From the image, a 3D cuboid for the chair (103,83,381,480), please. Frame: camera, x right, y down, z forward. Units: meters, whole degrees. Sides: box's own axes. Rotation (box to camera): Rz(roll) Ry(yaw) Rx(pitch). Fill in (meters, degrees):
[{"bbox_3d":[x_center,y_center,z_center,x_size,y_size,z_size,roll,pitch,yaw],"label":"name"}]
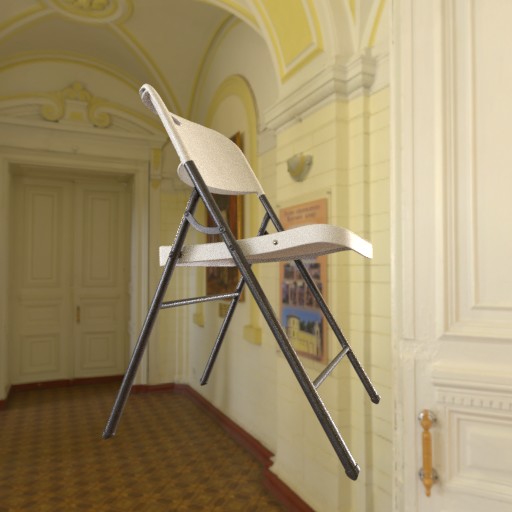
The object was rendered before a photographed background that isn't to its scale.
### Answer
[{"bbox_3d":[0.000,0.000,1.116,0.566,0.810,0.494,0,-1,20],"label":"chair"}]
